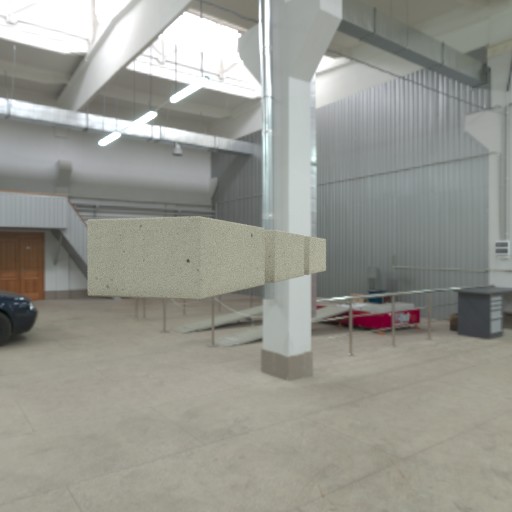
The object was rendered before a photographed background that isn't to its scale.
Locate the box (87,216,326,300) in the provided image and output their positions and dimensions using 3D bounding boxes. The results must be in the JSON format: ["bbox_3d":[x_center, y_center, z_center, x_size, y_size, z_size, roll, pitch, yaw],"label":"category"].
[{"bbox_3d":[0.000,0.000,0.498,0.082,0.051,0.461,0,0,18],"label":"box"}]
